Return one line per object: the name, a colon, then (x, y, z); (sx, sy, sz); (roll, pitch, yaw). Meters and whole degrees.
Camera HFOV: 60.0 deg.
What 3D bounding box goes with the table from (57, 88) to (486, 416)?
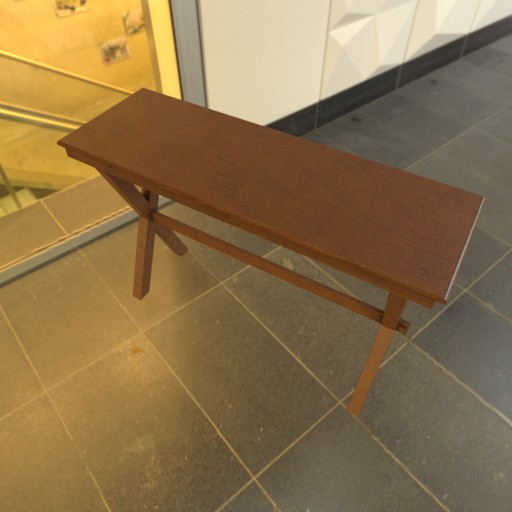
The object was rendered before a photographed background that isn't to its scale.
table: (0.000, 0.000, 1.554); (1.197, 0.763, 0.399); (24, 52, 20)
